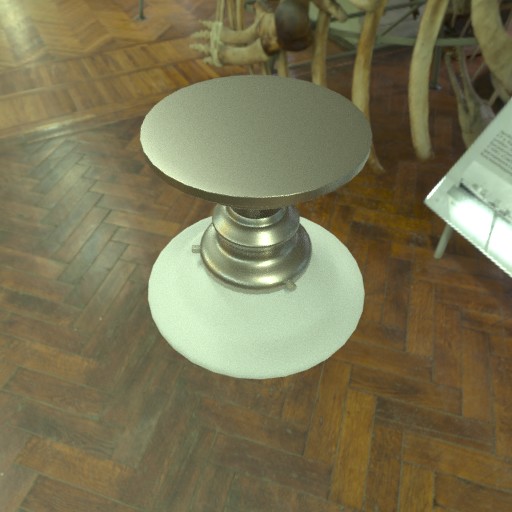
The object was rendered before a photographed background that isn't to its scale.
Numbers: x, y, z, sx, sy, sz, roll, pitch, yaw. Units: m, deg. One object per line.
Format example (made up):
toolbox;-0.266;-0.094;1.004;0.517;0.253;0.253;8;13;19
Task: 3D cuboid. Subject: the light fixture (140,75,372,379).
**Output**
light fixture;0.000;0.000;0.387;0.199;0.254;0.199;0;46;0
